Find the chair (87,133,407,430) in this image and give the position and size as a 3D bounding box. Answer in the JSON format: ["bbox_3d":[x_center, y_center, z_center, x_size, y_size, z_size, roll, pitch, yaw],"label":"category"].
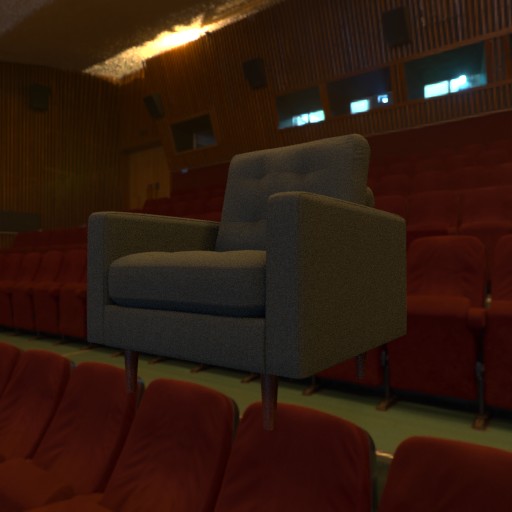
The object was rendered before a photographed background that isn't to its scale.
[{"bbox_3d":[0.000,0.000,1.545,0.821,0.880,0.843,-1,-1,36],"label":"chair"}]
